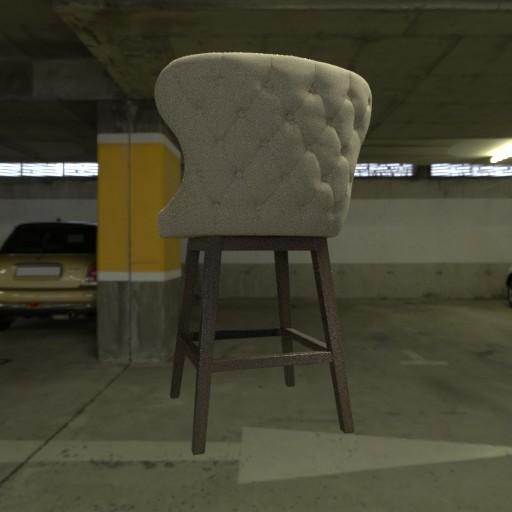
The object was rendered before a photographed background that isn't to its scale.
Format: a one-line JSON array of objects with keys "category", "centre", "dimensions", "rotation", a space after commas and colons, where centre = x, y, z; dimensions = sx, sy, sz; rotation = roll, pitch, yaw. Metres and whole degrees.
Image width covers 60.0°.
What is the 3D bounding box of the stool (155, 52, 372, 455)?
[{"category": "stool", "centre": [0.000, 0.000, 1.334], "dimensions": [0.615, 0.972, 0.597], "rotation": [0, 1, -18]}]
